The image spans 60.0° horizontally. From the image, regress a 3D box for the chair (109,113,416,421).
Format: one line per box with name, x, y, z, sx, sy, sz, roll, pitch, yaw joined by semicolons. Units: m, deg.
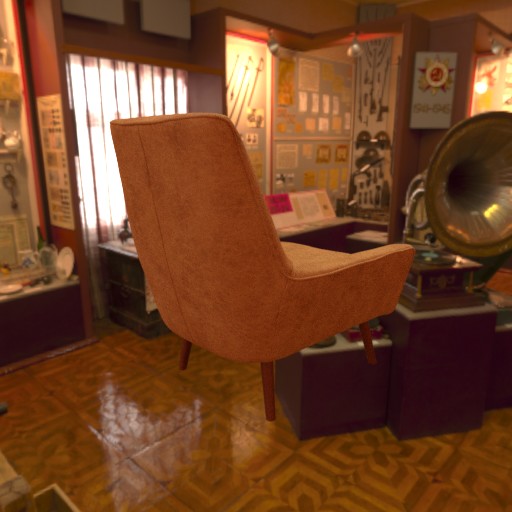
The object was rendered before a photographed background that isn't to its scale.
chair;0.000;0.000;1.503;0.753;0.883;0.851;13;19;43
